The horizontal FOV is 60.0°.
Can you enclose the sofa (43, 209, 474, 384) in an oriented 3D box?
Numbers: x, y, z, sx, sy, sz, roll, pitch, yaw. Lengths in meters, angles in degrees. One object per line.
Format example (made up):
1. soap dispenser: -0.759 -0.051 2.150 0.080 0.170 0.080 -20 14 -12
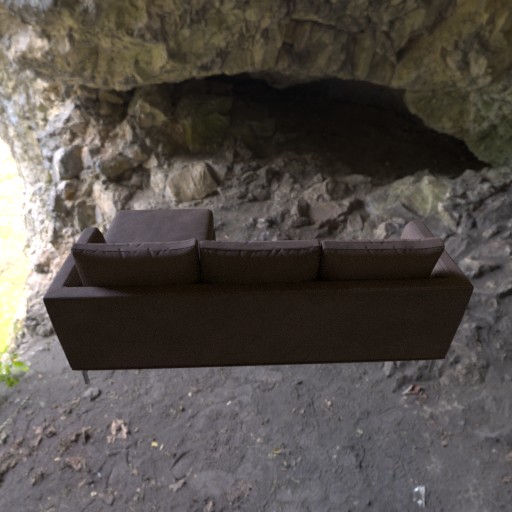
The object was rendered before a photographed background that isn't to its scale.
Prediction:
1. sofa: 0.000 0.000 3.297 2.438 0.987 1.622 -1 32 -2
